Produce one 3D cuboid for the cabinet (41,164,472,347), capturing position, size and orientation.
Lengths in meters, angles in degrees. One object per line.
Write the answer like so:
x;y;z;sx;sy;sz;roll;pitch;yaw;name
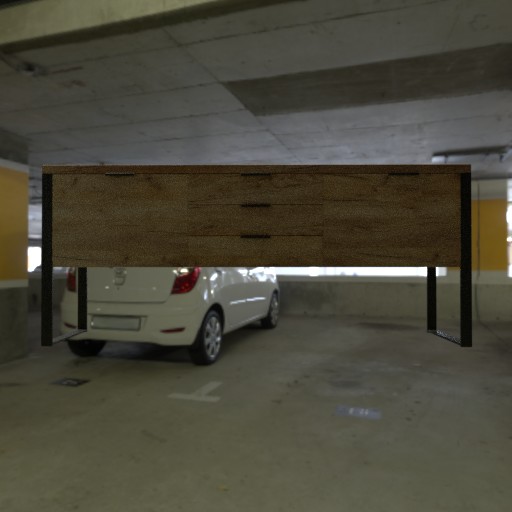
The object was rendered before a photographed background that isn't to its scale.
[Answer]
0.000;0.000;2.039;1.800;0.762;0.395;0;-1;1;cabinet
